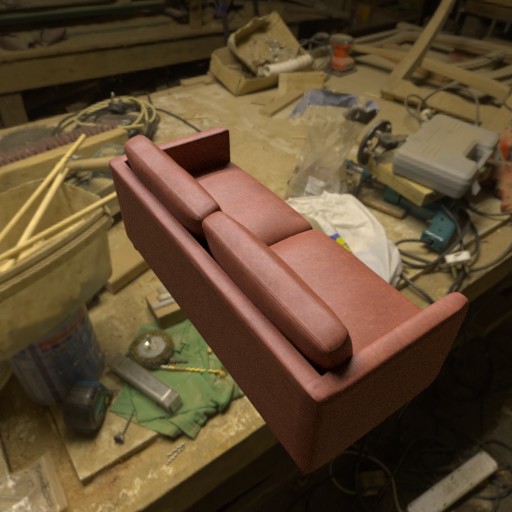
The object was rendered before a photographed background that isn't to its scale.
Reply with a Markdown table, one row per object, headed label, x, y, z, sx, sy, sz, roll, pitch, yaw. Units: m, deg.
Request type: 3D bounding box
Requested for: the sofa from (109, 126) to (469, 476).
| label | x | y | z | sx | sy | sz | roll | pitch | yaw |
| --- | --- | --- | --- | --- | --- | --- | --- | --- | --- |
| sofa | 0.000 | 0.000 | 2.693 | 0.950 | 0.932 | 2.204 | -25 | 47 | -25 |
